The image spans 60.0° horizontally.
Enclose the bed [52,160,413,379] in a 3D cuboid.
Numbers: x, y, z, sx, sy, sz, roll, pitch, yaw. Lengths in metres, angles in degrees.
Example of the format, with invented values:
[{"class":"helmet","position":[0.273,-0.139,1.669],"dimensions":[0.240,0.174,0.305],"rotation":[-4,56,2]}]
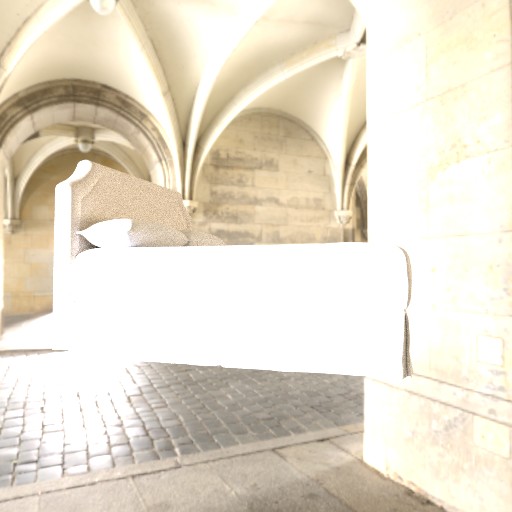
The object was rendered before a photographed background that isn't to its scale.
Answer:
[{"class":"bed","position":[0.000,0.000,3.905],"dimensions":[2.548,1.524,2.134],"rotation":[-1,-2,18]}]
